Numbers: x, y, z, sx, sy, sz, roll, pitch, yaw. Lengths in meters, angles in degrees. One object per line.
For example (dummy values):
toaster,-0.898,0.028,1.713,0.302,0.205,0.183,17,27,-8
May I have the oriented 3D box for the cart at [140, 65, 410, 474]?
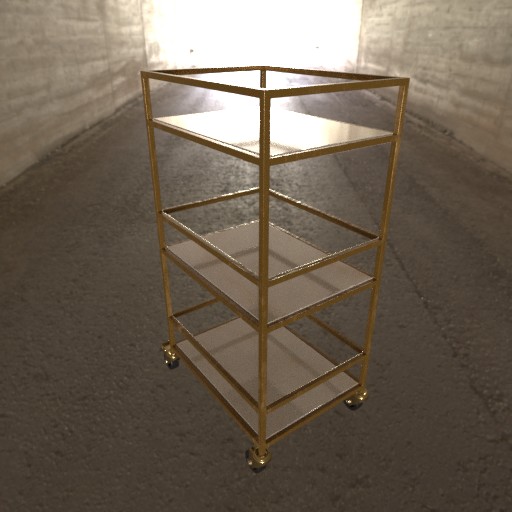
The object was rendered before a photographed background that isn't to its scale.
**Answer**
cart,0.000,0.000,0.994,0.332,0.761,0.483,-18,32,-32
